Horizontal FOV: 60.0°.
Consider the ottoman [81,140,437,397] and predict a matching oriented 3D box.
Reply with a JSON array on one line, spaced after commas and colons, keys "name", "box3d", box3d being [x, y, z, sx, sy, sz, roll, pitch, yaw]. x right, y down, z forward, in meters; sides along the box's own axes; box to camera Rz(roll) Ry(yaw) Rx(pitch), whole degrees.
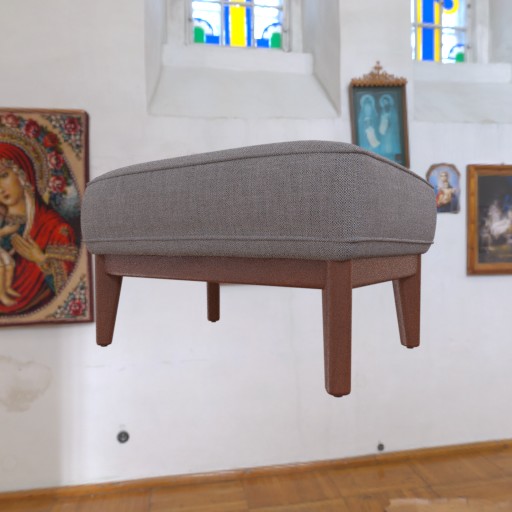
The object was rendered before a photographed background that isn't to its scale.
[{"name": "ottoman", "box3d": [0.000, 0.000, 1.107, 0.750, 0.458, 0.555, 1, 2, 35]}]
